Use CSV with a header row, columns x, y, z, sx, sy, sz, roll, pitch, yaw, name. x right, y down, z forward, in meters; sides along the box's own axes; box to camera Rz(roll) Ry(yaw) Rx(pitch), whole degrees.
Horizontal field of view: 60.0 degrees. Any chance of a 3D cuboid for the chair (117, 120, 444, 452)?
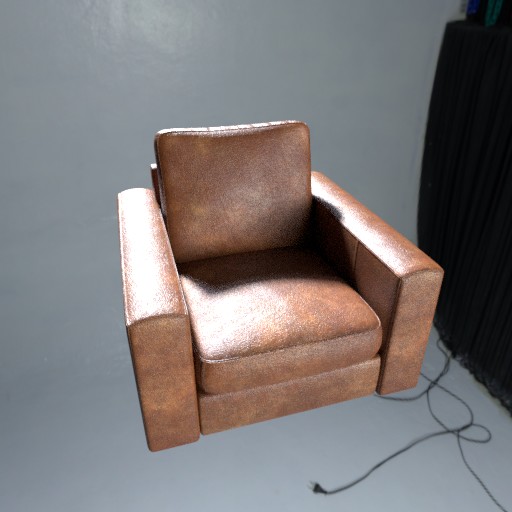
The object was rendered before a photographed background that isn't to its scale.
x,y,z,sx,sy,sz,roll,pitch,yaw,name
0.000,0.000,1.743,1.005,0.873,1.016,-8,31,-14,chair
